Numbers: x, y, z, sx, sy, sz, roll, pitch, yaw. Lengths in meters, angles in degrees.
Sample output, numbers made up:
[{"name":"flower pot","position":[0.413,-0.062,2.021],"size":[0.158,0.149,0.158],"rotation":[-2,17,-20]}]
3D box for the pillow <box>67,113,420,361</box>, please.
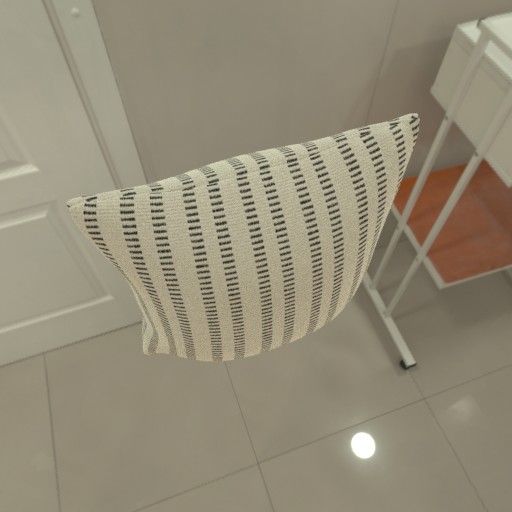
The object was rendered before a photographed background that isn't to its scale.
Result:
[{"name":"pillow","position":[0.000,0.000,0.682],"size":[0.438,0.419,0.247],"rotation":[-17,59,-11]}]
